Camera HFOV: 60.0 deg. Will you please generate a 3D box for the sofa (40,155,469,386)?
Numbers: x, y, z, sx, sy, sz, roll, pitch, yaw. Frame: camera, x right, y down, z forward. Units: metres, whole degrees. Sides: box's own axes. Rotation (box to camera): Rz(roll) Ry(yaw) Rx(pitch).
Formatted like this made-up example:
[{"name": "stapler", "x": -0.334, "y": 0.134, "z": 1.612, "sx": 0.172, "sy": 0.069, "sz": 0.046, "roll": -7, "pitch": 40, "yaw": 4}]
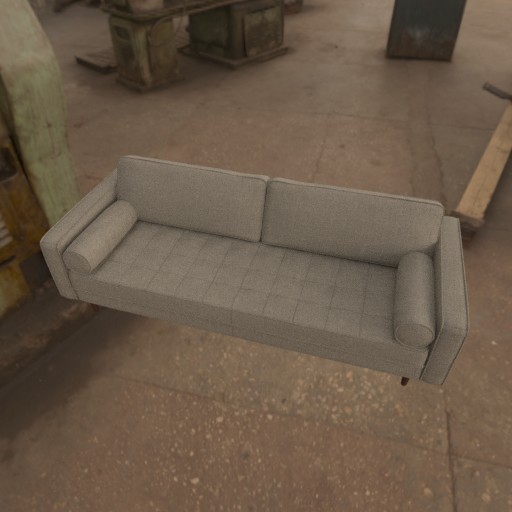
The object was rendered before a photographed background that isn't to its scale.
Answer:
[{"name": "sofa", "x": 0.000, "y": 0.000, "z": 2.585, "sx": 2.211, "sy": 0.762, "sz": 0.914, "roll": 11, "pitch": 42, "yaw": 12}]
